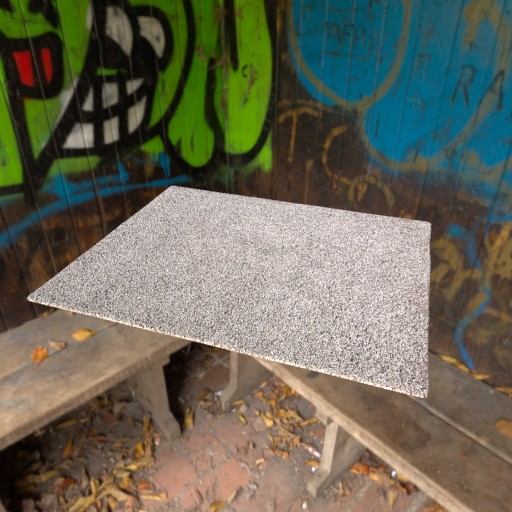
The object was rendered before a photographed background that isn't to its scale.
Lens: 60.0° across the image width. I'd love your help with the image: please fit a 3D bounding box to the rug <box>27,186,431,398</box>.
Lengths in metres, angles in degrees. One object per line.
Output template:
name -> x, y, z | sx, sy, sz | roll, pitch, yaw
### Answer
rug -> 0.000, 0.000, 4.087 | 3.047, 0.029, 2.438 | 10, 33, 16
